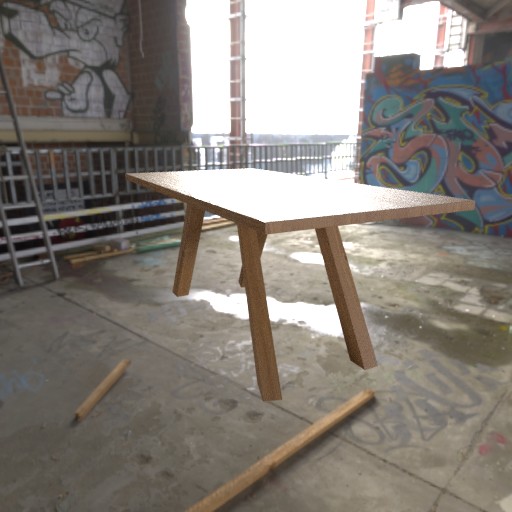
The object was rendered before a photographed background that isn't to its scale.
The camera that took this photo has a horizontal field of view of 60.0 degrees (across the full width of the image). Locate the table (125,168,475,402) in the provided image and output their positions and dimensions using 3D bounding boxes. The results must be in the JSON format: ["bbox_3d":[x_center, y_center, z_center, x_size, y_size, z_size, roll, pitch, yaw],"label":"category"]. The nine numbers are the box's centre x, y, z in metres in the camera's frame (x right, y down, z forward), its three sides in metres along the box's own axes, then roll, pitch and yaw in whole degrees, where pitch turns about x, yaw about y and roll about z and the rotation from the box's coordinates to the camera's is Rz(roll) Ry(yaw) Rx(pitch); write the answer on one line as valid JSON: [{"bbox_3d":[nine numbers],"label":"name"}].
[{"bbox_3d":[0.000,0.000,2.315,0.901,0.750,1.797,-8,17,-27],"label":"table"}]
